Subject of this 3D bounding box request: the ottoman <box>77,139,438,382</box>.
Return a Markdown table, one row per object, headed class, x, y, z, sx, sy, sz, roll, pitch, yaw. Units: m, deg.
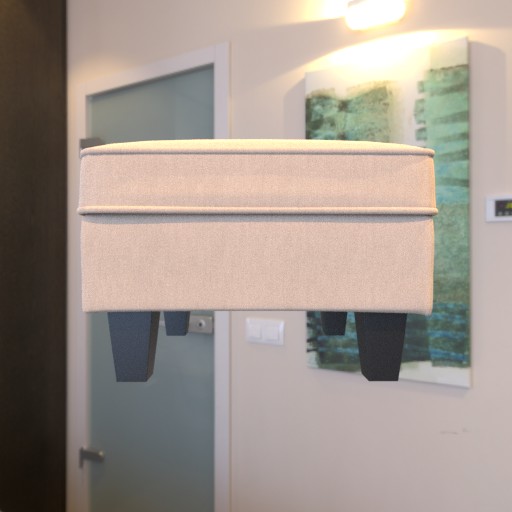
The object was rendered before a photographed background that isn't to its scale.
| class | x | y | z | sx | sy | sz | roll | pitch | yaw |
| --- | --- | --- | --- | --- | --- | --- | --- | --- | --- |
| ottoman | 0.000 | 0.000 | 1.020 | 0.616 | 0.438 | 0.613 | 0 | 0 | -1 |
